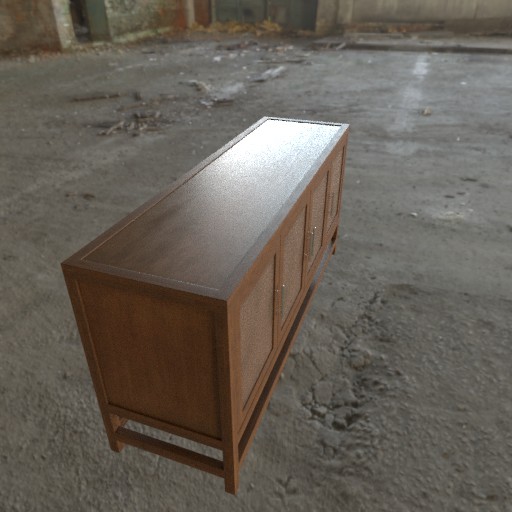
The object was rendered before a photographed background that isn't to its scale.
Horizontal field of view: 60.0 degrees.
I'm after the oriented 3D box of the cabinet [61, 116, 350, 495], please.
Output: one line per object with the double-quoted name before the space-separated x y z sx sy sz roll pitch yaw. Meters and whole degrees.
"cabinet" 0.000 0.000 2.039 0.522 0.820 1.708 11 33 17
